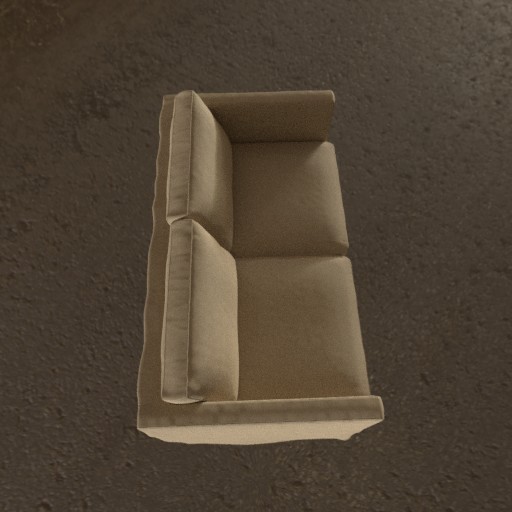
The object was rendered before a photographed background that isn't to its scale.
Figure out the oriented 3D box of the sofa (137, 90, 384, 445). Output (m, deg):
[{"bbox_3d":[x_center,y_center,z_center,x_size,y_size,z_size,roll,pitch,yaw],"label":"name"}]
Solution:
[{"bbox_3d":[0.000,0.000,2.263,0.962,0.835,1.719,-2,63,-1],"label":"sofa"}]
